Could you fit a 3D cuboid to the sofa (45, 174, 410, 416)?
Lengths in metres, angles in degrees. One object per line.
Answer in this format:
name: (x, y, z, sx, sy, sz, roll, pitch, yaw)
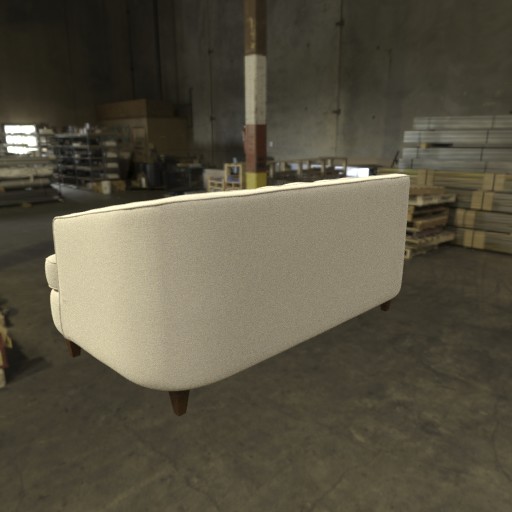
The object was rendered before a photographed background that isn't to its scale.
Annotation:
sofa: (0.000, 0.000, 2.221, 1.733, 0.855, 0.941, -14, 20, -43)
